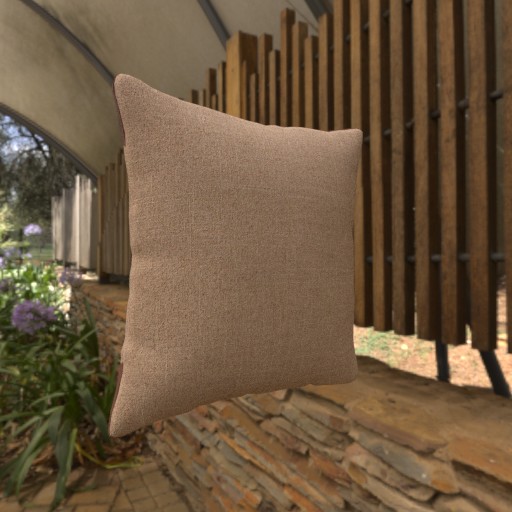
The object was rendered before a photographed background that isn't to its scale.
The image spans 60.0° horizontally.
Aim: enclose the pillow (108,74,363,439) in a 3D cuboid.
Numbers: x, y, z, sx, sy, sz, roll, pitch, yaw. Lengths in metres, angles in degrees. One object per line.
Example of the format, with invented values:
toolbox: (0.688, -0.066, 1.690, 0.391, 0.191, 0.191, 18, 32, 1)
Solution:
pillow: (0.000, 0.000, 0.664, 0.437, 0.448, 0.147, 0, 0, -34)
